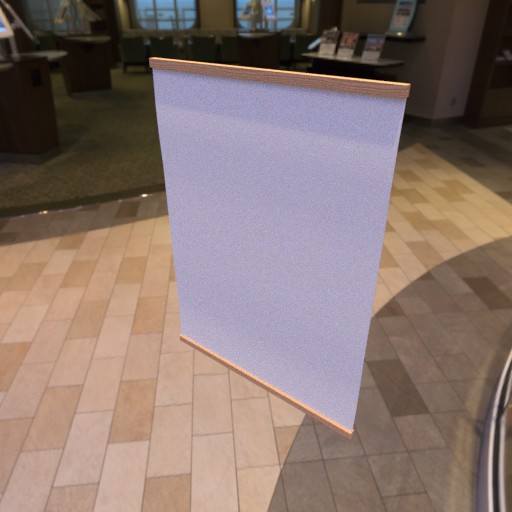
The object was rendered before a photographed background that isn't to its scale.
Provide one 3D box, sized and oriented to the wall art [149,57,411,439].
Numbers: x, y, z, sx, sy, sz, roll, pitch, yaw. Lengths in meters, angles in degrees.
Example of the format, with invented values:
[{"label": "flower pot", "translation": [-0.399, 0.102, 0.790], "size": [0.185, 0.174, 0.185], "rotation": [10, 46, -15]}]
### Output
[{"label": "wall art", "translation": [0.000, 0.000, 1.296], "size": [0.739, 1.016, 0.020], "rotation": [21, 36, 32]}]
